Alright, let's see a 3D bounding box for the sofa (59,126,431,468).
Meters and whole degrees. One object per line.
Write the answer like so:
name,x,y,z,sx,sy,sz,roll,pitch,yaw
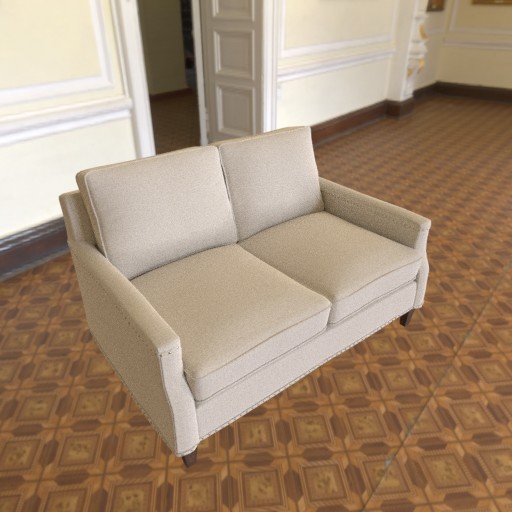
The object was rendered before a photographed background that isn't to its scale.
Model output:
sofa,0.000,0.000,2.262,1.597,1.003,1.084,-22,37,-32
